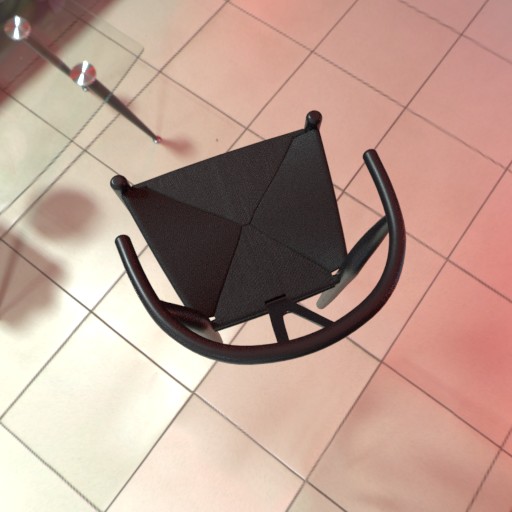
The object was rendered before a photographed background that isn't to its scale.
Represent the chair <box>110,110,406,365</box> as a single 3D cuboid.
[{"bbox_3d":[0.000,0.000,1.154,0.569,0.730,0.579,-20,74,-6],"label":"chair"}]
